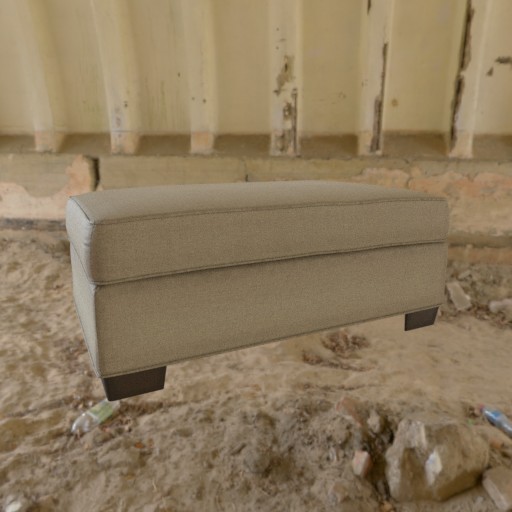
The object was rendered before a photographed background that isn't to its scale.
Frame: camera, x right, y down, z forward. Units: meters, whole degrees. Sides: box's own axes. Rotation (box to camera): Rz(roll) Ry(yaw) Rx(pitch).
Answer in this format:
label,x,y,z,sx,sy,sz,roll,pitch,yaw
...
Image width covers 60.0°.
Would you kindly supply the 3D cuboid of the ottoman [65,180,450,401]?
label,x,y,z,sx,sy,sz,roll,pitch,yaw
ottoman,0.000,0.000,1.451,1.097,0.461,0.617,-7,15,-26
